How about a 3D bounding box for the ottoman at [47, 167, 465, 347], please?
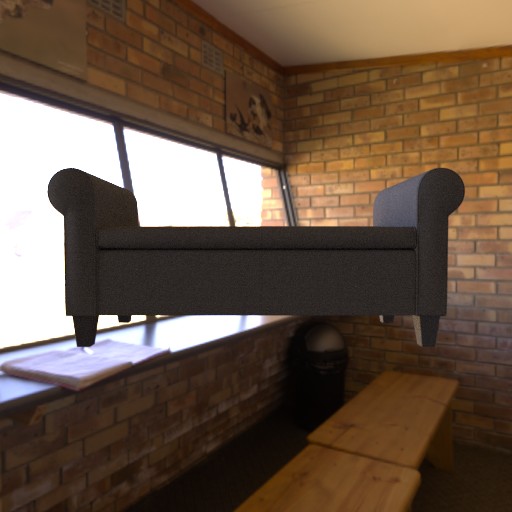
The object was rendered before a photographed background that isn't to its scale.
[{"bbox_3d":[0.000,0.000,1.585,1.256,0.547,0.521,0,2,0],"label":"ottoman"}]
